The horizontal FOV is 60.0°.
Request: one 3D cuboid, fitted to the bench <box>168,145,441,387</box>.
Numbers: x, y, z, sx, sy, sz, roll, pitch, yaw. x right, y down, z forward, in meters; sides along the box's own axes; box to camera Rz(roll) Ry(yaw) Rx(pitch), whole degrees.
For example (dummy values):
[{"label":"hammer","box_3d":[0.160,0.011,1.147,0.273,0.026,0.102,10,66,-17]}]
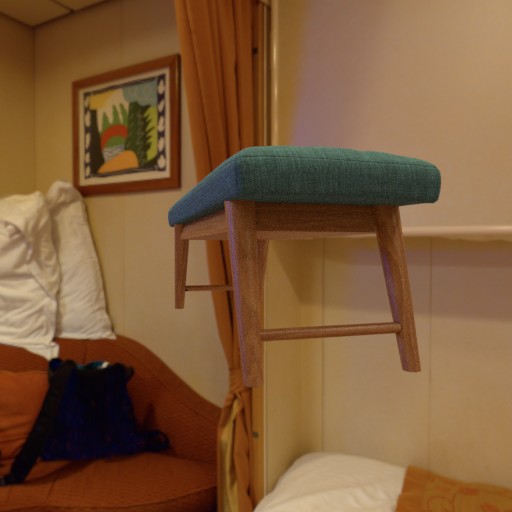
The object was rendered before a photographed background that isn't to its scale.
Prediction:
[{"label":"bench","box_3d":[0.000,0.000,1.315,0.406,0.432,1.118,0,1,-17]}]
